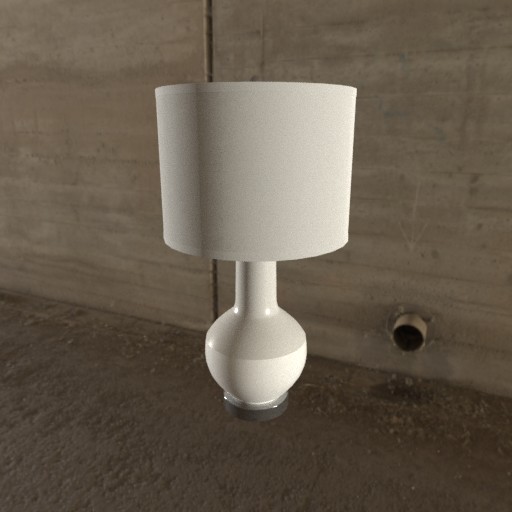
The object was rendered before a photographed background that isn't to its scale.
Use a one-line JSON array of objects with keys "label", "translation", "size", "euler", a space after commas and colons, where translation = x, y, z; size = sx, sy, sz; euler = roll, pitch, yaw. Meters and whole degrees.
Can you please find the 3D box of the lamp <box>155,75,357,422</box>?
[{"label": "lamp", "translation": [0.000, 0.000, 0.887], "size": [0.357, 0.673, 0.357], "euler": [-3, 17, -8]}]
